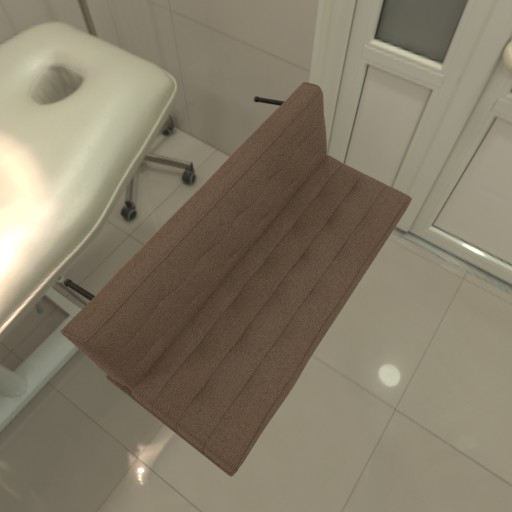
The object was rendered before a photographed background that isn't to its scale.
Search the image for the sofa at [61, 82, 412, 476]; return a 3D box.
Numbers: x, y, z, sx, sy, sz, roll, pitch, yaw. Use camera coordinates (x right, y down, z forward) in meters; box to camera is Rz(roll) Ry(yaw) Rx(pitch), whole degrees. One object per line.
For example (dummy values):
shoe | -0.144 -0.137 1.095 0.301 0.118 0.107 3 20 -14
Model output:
sofa | 0.000 0.000 2.336 1.038 0.810 1.820 31 64 17
